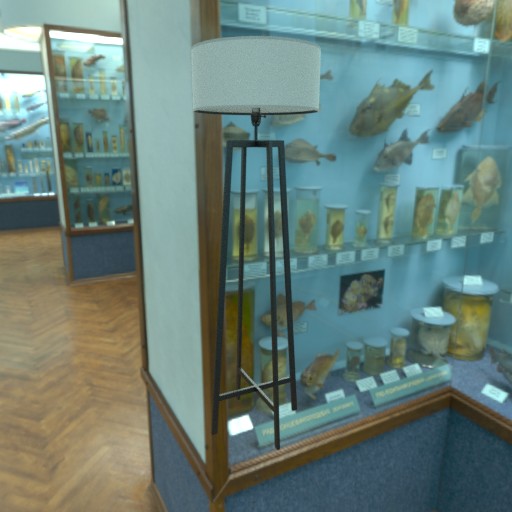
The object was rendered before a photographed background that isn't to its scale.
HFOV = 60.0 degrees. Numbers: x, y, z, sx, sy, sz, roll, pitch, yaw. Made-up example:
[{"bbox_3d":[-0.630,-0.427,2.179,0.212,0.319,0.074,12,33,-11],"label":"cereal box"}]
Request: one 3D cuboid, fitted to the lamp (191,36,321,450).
[{"bbox_3d":[0.000,0.000,1.768,0.456,1.510,0.457,-7,16,-25],"label":"lamp"}]
